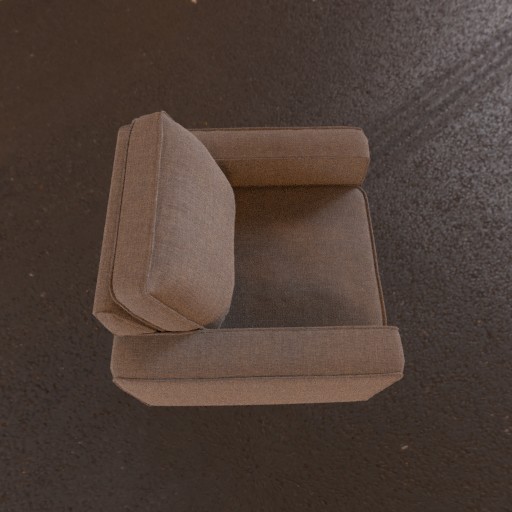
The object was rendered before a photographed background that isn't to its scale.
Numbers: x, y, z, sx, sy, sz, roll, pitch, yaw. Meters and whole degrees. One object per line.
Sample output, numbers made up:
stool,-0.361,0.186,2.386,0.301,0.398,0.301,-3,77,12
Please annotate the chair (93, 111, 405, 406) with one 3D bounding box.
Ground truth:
chair,0.000,0.000,1.703,0.940,0.914,1.016,-1,64,-1
